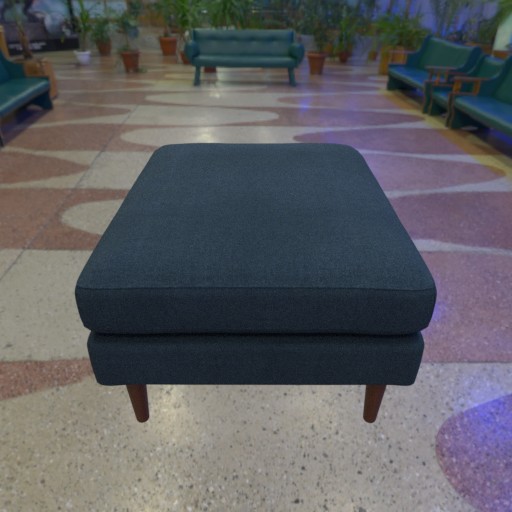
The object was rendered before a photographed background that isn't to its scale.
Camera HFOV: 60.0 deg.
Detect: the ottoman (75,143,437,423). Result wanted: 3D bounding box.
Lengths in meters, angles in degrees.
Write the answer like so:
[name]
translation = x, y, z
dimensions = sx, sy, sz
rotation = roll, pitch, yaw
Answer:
[ottoman]
translation = 0.000, 0.000, 1.247
dimensions = 0.693, 0.474, 0.821
rotation = 0, 32, 0
